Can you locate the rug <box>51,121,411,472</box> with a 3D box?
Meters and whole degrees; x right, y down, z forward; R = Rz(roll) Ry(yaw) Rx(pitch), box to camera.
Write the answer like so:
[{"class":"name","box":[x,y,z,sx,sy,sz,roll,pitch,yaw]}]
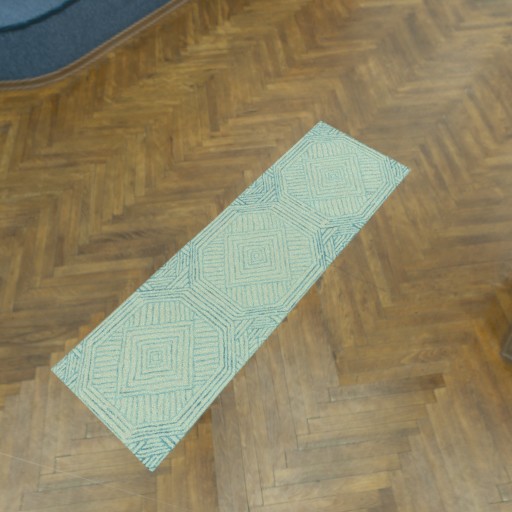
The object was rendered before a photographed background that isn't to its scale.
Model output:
[{"class":"rug","box":[0.000,0.000,2.694,0.775,0.012,2.452,35,64,20]}]
